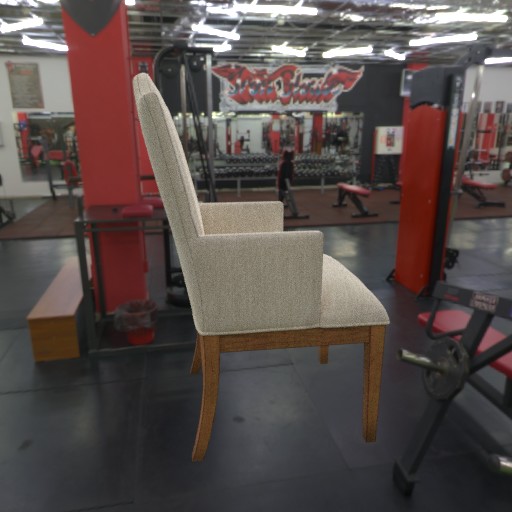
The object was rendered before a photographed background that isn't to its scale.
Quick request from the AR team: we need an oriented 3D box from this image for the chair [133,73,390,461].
[{"bbox_3d":[0.000,0.000,1.335,0.641,1.016,0.533,-2,16,-8],"label":"chair"}]
